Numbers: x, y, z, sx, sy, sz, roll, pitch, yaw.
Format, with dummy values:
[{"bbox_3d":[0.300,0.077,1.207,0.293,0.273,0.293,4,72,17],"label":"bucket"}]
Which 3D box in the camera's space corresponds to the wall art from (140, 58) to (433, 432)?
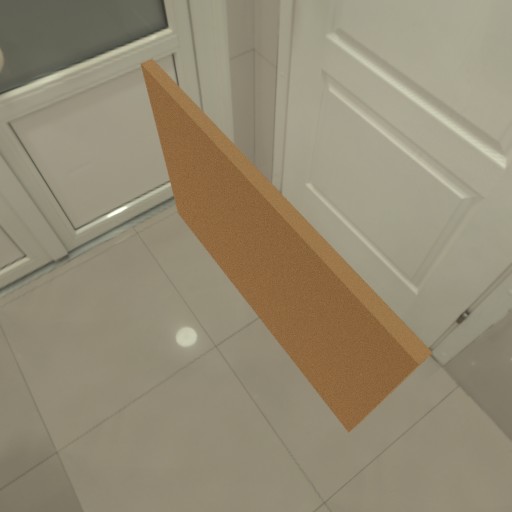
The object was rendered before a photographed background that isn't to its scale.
[{"bbox_3d":[0.000,0.000,1.149,0.033,0.608,0.915,-32,64,-18],"label":"wall art"}]
